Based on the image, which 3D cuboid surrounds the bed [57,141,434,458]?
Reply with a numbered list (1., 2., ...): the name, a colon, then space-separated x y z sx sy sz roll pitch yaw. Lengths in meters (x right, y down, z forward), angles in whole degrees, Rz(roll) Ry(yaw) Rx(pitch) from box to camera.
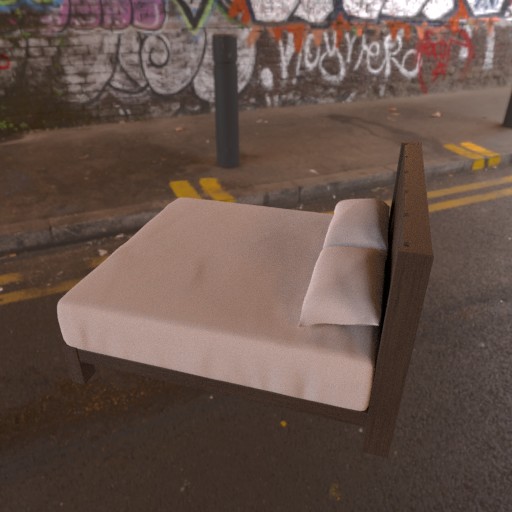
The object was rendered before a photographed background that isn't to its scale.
1. bed: 0.000 0.000 3.045 1.992 1.261 1.735 8 31 14
